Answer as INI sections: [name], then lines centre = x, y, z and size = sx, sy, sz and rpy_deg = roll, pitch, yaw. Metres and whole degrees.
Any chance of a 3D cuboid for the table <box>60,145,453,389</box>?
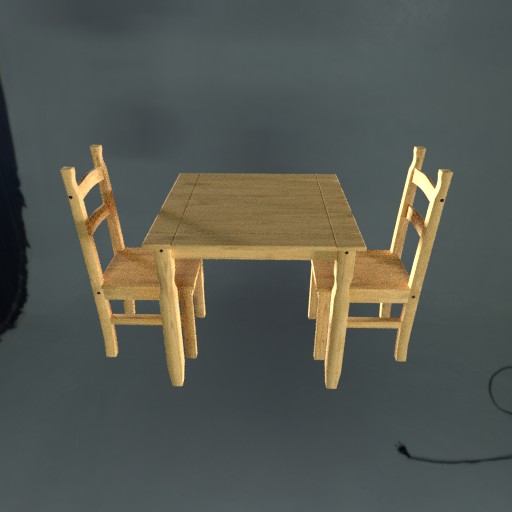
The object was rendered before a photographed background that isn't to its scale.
[table]
centre = 0.000, 0.000, 2.078
size = 1.501, 0.942, 0.813
rpy_deg = 1, 29, 1
